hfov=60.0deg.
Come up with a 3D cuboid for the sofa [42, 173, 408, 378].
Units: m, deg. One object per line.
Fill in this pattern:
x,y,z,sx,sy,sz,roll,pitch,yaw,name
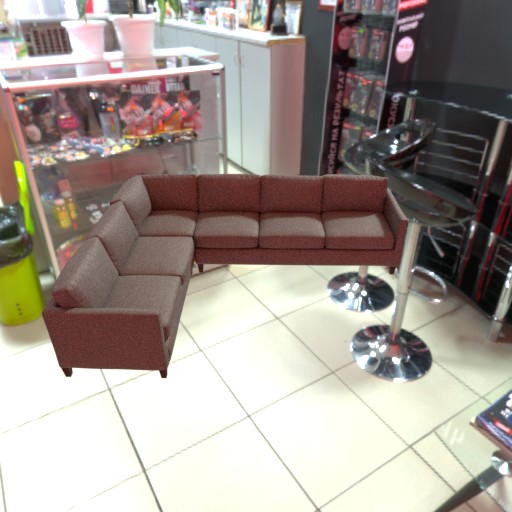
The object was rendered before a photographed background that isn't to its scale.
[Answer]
0.000,0.000,4.583,3.302,0.947,2.593,1,32,1,sofa
